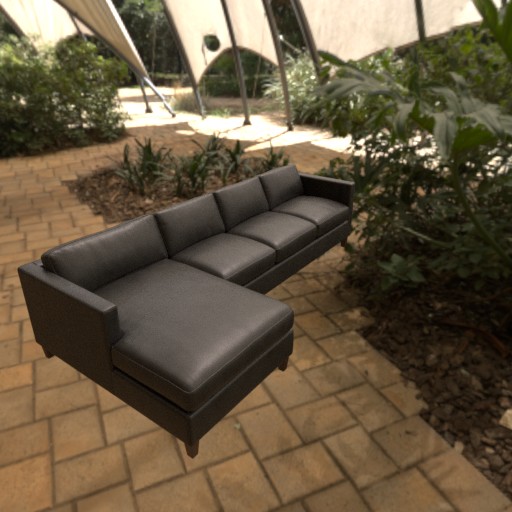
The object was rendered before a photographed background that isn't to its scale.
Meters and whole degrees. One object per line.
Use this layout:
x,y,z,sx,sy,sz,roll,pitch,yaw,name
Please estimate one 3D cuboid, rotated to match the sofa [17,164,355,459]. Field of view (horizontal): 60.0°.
0.000,0.000,3.786,1.581,0.883,3.203,18,31,33,sofa
